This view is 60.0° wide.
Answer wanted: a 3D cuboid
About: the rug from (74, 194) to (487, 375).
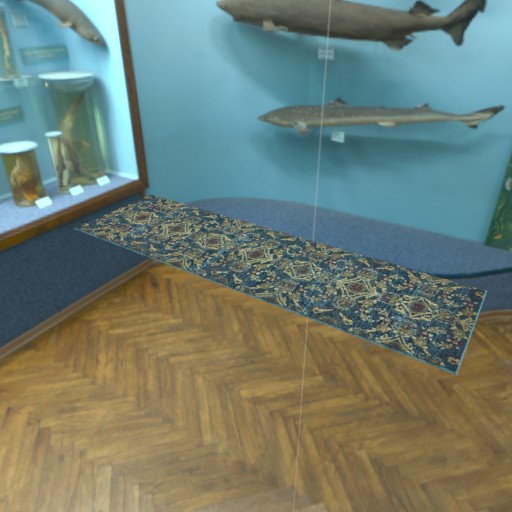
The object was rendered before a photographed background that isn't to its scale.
[{"bbox_3d":[0.000,0.000,2.492,2.292,0.014,0.685,18,35,28],"label":"rug"}]
